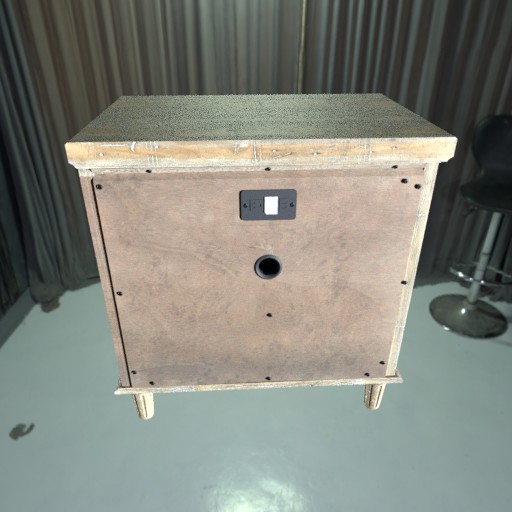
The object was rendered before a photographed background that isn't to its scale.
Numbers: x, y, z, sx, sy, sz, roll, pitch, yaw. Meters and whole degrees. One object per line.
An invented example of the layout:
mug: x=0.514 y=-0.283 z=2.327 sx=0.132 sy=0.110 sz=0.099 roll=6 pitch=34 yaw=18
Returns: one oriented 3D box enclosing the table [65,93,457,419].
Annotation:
table: x=0.000 y=0.000 z=1.131 sx=0.686 sy=0.711 sz=0.457 roll=-2 pitch=30 yaw=-3
